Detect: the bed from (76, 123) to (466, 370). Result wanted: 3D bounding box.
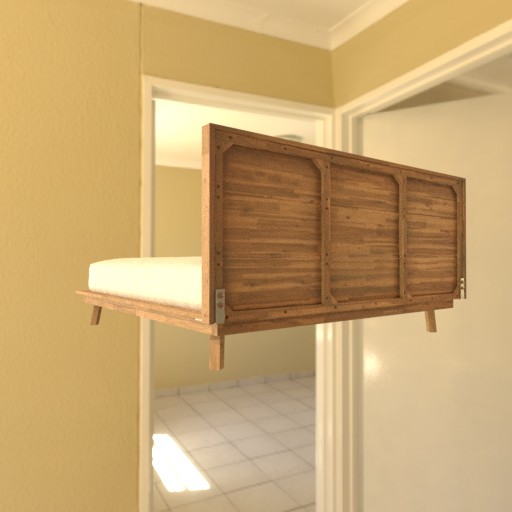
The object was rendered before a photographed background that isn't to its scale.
[{"bbox_3d":[0.000,0.000,3.369,2.116,1.100,2.167,0,-1,-37],"label":"bed"}]
